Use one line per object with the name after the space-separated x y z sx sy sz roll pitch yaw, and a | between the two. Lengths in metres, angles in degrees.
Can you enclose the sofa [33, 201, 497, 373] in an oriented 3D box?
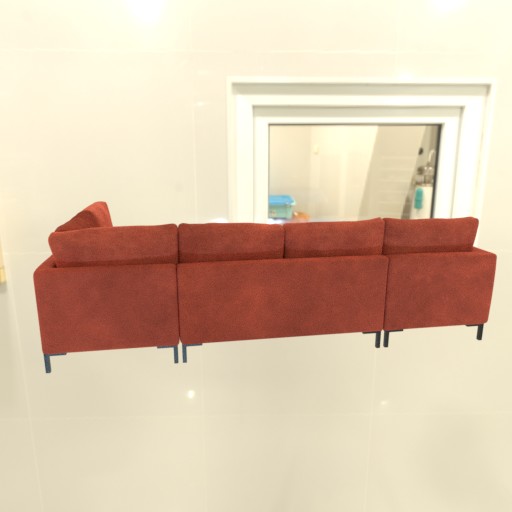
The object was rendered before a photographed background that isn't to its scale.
0.000 0.000 3.695 2.971 0.858 1.981 -2 14 -9 | sofa
